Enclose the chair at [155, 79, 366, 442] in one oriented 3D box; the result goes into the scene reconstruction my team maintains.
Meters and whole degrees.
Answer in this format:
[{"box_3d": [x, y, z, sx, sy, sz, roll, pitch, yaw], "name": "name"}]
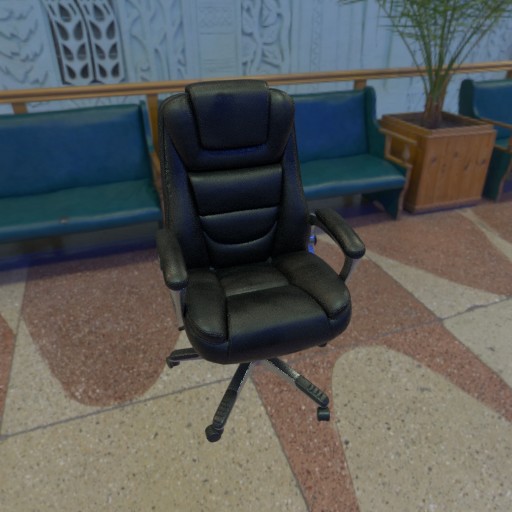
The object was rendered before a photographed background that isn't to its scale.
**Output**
[{"box_3d": [0.000, 0.000, 1.550, 0.697, 1.075, 0.689, -9, 32, -15], "name": "chair"}]
